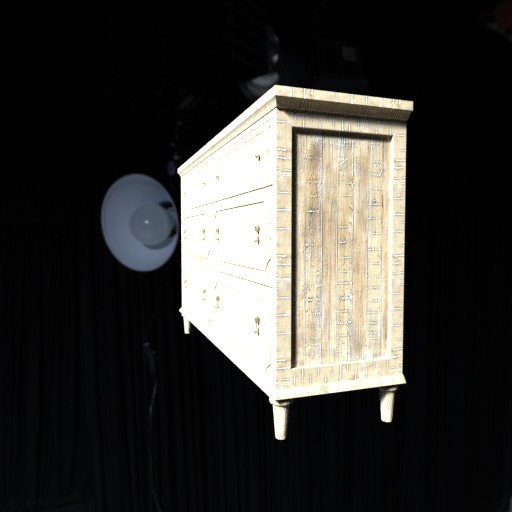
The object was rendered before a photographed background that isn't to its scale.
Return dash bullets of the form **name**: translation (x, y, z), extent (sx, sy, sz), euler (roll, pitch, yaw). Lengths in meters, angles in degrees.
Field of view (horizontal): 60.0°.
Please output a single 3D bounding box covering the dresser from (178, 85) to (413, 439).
- **dresser**: translation (0.000, 0.000, 2.080), extent (0.457, 1.016, 1.626), euler (-1, 3, -19)
